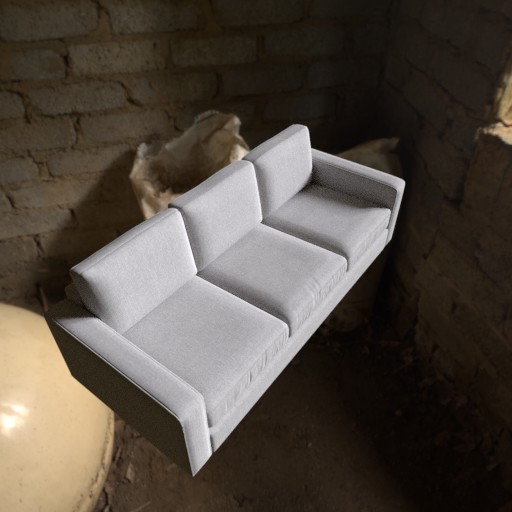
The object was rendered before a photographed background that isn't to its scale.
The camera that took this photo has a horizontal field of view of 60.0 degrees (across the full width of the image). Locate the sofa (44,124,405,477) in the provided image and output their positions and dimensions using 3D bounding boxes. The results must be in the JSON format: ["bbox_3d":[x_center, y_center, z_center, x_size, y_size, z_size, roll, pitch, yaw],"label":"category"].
[{"bbox_3d":[0.000,0.000,2.569,0.900,0.800,2.120,26,48,27],"label":"sofa"}]
